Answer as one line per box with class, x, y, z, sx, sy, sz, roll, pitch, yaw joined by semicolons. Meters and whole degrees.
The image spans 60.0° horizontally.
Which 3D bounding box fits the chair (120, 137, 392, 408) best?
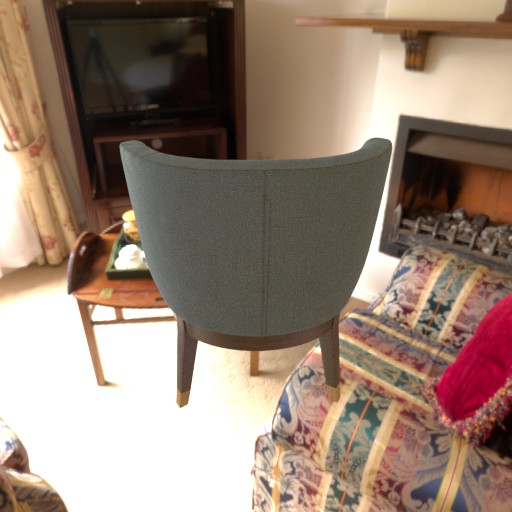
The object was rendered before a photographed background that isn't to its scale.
chair;0.000;0.000;1.273;0.661;0.760;0.702;-1;30;-2
